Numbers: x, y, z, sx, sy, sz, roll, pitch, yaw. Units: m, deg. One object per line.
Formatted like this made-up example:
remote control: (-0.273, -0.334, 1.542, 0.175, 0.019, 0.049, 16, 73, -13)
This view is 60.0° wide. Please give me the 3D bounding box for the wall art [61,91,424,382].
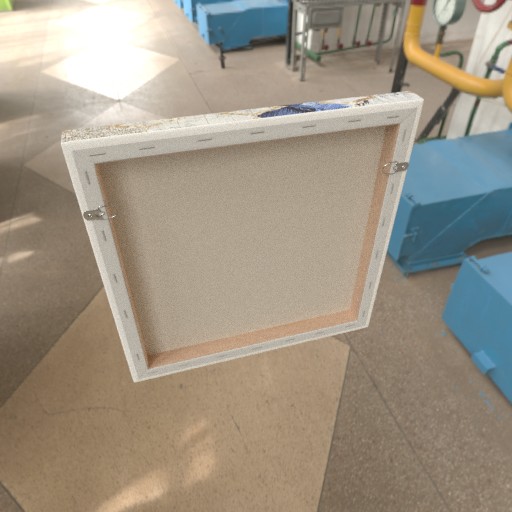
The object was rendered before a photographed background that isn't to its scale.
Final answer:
wall art: (0.000, 0.000, 0.769, 0.507, 0.508, 0.038, -11, 41, -12)
